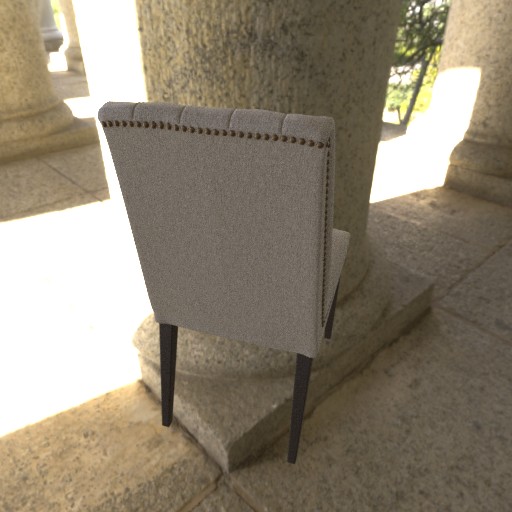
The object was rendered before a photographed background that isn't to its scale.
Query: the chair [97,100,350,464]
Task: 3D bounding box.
[{"bbox_3d":[0.000,0.000,1.347,0.511,1.016,0.647,10,34,15],"label":"chair"}]
